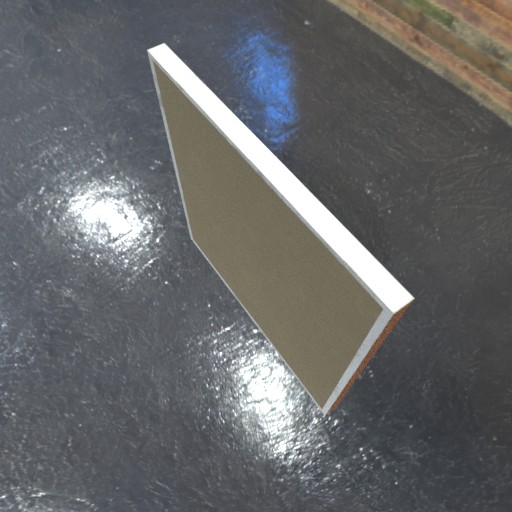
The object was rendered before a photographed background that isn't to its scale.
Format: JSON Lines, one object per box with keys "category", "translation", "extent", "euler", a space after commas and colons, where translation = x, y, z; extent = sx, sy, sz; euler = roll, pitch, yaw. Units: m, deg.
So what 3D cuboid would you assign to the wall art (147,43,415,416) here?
{"category": "wall art", "translation": [0.000, 0.000, 0.761], "extent": [0.029, 0.506, 0.508], "euler": [-31, 64, -17]}
